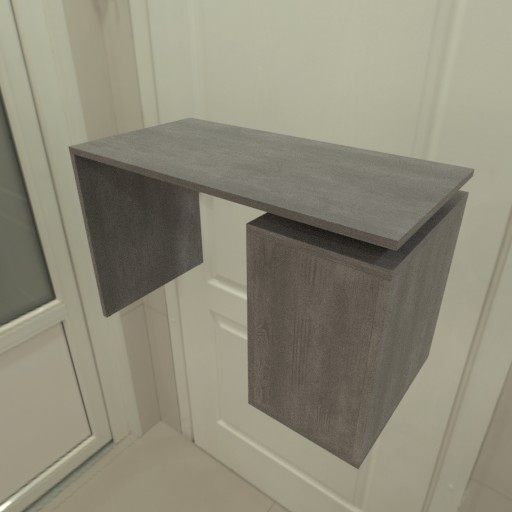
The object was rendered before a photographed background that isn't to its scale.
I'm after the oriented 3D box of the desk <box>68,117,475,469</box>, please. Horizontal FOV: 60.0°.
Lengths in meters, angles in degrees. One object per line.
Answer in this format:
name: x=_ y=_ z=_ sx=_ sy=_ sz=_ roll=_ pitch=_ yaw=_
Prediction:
desk: x=0.000 y=0.000 z=1.625 sx=1.200 sy=0.740 sz=0.600 roll=20 pitch=35 yaw=32
